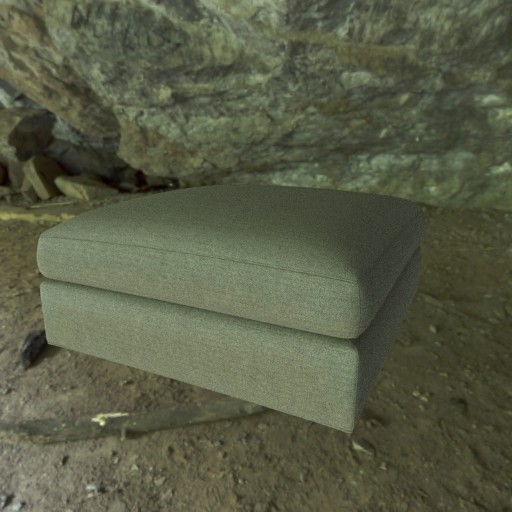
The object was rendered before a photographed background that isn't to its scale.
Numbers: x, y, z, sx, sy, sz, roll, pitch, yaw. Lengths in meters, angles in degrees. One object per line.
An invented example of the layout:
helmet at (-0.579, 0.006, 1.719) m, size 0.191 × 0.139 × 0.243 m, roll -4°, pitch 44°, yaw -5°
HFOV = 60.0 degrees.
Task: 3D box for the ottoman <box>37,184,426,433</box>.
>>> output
ottoman at (0.000, 0.000, 1.603) m, size 1.041 × 0.470 × 1.041 m, roll 8°, pitch 17°, yaw 26°
